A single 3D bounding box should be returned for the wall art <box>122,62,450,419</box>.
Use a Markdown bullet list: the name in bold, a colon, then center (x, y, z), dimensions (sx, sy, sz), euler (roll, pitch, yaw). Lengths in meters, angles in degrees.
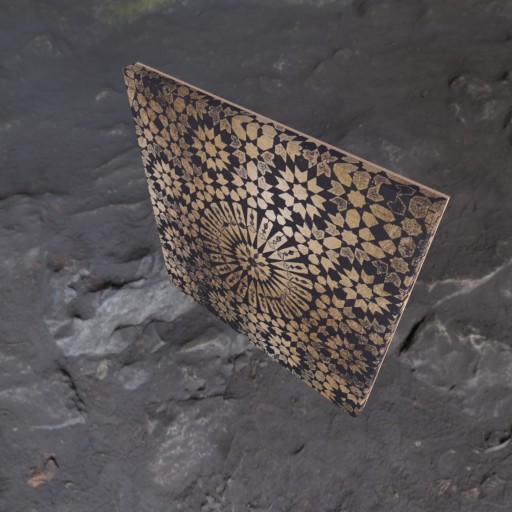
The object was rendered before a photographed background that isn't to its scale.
- **wall art**: center (0.000, 0.000, 0.907), dimensions (0.612, 0.612, 0.038), euler (32, 54, 26)
